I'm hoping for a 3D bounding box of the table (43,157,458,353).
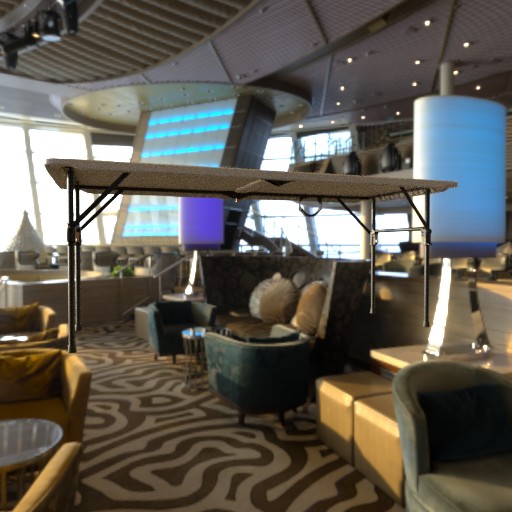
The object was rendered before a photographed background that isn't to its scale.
[{"bbox_3d":[0.000,0.000,2.191,1.829,0.719,0.761,0,1,-19],"label":"table"}]
